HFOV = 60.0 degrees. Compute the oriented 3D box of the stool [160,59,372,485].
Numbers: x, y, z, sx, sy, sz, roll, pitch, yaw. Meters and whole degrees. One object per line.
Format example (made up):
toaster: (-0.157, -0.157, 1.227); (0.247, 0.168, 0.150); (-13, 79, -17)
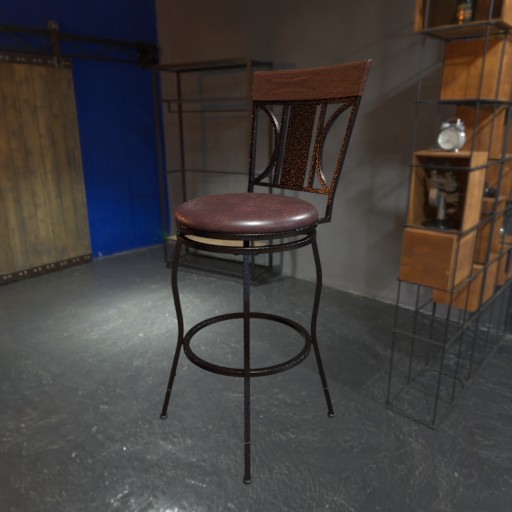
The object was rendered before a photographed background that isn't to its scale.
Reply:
stool: (0.000, 0.000, 1.382); (0.448, 1.130, 0.513); (16, 23, 42)
